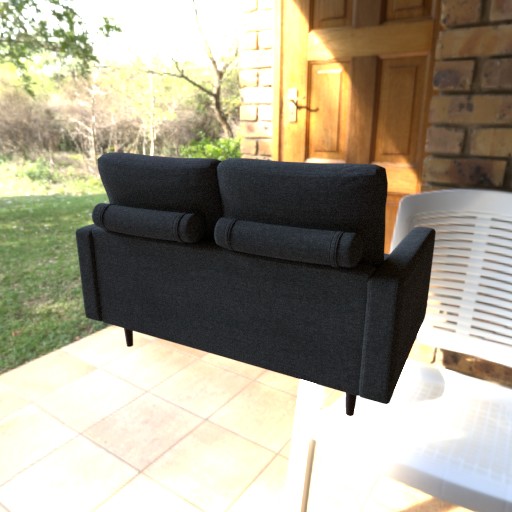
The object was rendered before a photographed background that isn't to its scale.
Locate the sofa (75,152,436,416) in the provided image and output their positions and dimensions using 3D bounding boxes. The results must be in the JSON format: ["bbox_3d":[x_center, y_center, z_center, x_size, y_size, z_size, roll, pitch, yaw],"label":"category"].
[{"bbox_3d":[0.000,0.000,1.990,1.407,0.907,0.842,9,19,27],"label":"sofa"}]
